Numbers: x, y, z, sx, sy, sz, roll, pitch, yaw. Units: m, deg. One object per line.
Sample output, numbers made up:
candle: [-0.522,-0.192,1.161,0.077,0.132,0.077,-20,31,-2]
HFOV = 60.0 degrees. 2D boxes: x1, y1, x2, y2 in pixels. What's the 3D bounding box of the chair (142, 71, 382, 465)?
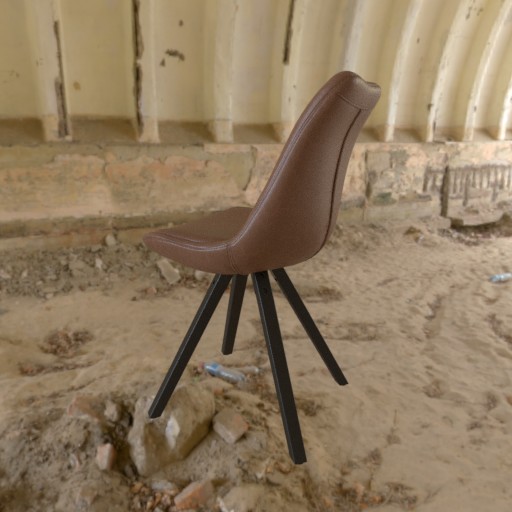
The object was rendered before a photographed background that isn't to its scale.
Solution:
chair: [0.000,0.000,1.165,0.550,0.850,0.475,7,17,25]
